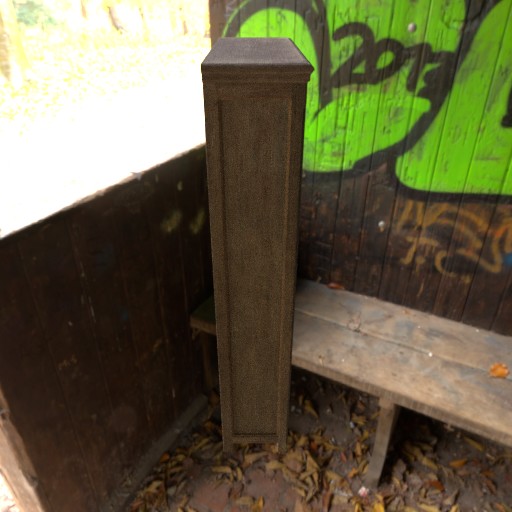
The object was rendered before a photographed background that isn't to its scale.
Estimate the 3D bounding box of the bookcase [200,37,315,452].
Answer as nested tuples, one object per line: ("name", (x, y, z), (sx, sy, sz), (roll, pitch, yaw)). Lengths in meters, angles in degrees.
("bookcase", (0.000, 0.000, 2.198), (0.348, 1.880, 0.906), (0, 31, 0))
